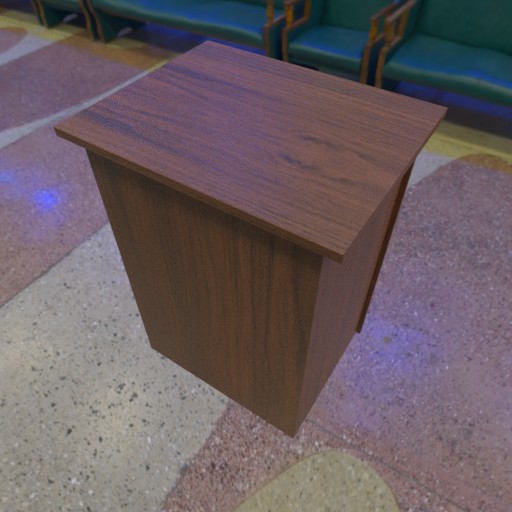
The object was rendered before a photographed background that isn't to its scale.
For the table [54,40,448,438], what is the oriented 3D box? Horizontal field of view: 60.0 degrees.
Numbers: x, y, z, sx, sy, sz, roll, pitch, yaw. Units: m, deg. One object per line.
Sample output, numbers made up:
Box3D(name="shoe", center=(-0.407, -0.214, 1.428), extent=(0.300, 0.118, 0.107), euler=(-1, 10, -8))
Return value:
Box3D(name="table", center=(0.000, 0.000, 0.919), extent=(0.480, 0.636, 0.381), euler=(26, 52, 22))
